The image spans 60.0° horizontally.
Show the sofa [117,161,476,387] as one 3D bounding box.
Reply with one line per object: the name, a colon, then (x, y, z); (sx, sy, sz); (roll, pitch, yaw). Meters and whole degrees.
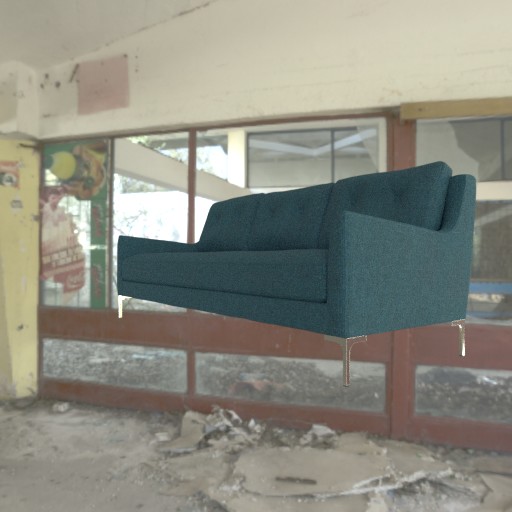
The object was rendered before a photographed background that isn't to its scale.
sofa: (0.000, 0.000, 2.453); (0.849, 0.837, 2.060); (0, 0, -37)
